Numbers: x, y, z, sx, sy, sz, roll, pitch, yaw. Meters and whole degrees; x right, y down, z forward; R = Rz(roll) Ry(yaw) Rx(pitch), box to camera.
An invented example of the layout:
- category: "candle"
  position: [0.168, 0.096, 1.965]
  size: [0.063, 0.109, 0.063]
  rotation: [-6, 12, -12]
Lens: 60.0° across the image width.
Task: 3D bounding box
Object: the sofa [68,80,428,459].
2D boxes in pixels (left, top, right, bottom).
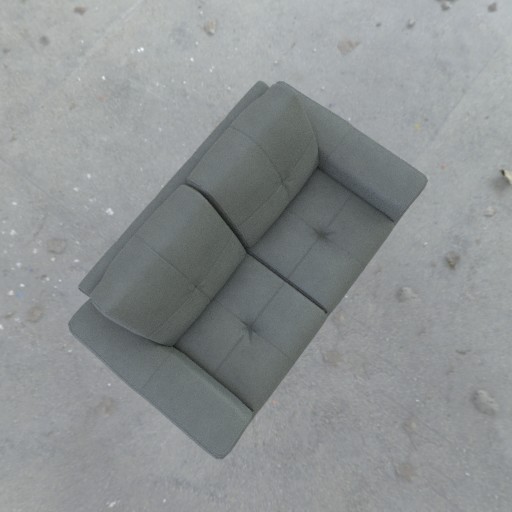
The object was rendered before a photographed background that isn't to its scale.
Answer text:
- category: "sofa"
  position: [0.000, 0.000, 2.345]
  size: [1.018, 0.907, 1.806]
  rotation: [37, 79, 8]
